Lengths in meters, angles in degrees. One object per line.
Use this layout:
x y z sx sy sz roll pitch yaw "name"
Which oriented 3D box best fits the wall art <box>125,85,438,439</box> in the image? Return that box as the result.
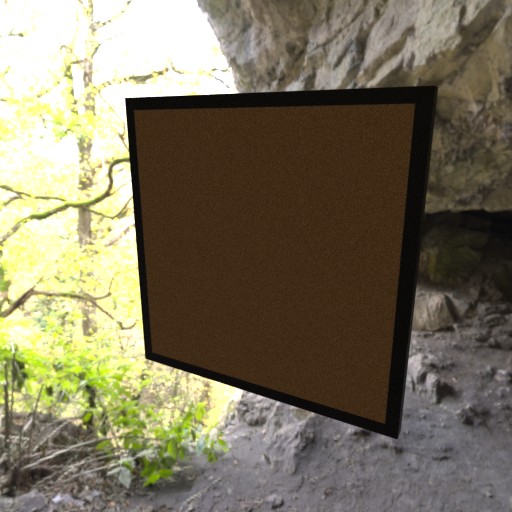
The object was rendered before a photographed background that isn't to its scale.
0.000 0.000 1.106 0.765 0.765 0.038 9 19 28 "wall art"
